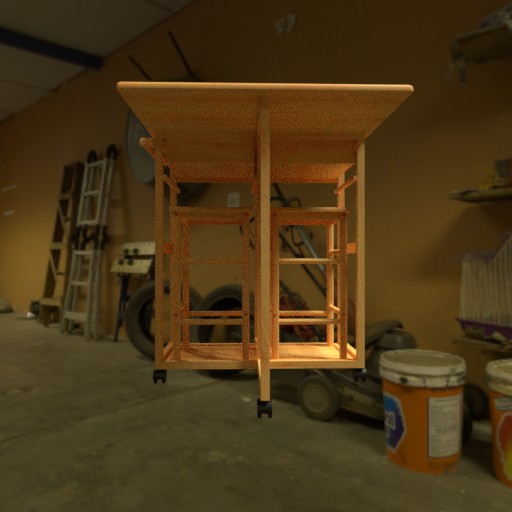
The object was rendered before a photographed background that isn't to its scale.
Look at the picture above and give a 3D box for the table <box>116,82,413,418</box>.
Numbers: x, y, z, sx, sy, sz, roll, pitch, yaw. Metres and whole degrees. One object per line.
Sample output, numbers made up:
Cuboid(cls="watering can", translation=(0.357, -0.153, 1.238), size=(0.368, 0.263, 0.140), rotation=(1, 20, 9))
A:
Cuboid(cls="table", translation=(0.000, 0.000, 1.412), size=(0.752, 0.832, 0.693), rotation=(0, 0, -2))
